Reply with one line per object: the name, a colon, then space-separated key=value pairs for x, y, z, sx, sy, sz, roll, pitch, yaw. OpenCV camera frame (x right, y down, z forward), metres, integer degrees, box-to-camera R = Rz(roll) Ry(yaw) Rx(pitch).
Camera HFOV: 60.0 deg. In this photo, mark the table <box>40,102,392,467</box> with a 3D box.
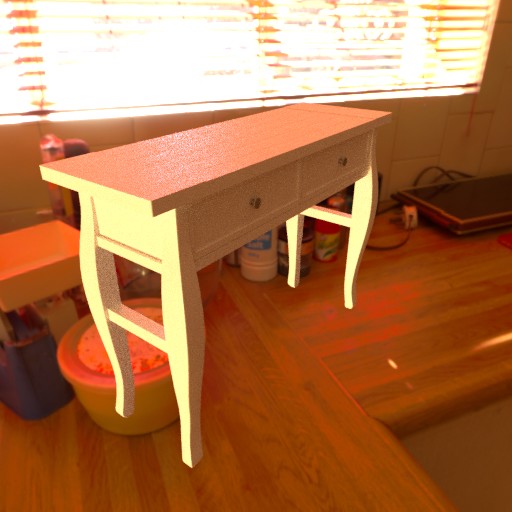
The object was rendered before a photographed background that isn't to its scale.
table: x=0.000 y=0.000 z=1.403 sx=0.373 sy=0.768 sz=1.062 roll=19 pitch=33 yaw=32
